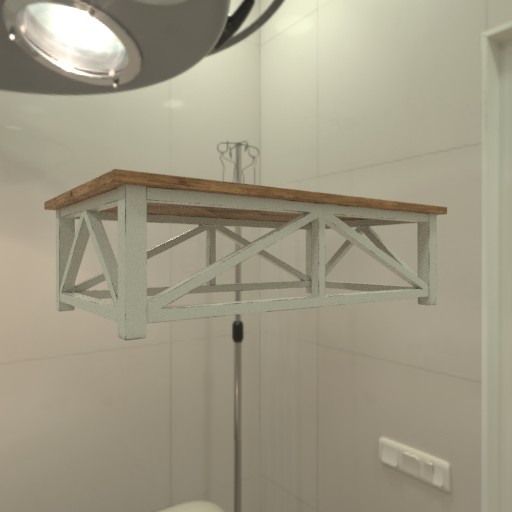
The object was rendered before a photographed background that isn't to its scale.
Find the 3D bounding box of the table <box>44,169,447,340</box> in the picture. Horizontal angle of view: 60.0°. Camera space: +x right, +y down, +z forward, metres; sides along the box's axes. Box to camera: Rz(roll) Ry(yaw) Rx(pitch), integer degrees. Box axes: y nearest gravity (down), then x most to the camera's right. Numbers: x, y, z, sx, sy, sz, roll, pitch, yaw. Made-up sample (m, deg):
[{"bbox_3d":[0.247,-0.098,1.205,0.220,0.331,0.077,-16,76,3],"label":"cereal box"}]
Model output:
[{"bbox_3d":[0.000,0.000,1.768,1.400,0.410,0.800,0,0,-36],"label":"table"}]
